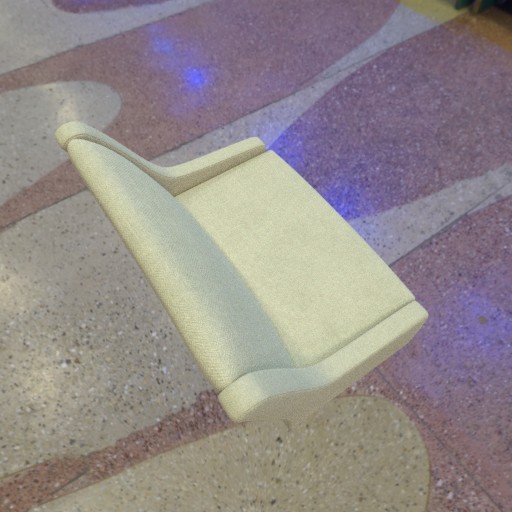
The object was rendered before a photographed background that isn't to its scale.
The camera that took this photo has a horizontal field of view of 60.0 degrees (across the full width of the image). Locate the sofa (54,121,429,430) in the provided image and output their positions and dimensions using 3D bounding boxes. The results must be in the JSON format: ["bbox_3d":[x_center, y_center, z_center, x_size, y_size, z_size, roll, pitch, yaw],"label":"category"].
[{"bbox_3d":[0.000,0.000,1.853,0.946,0.976,1.212,-30,63,-17],"label":"sofa"}]
